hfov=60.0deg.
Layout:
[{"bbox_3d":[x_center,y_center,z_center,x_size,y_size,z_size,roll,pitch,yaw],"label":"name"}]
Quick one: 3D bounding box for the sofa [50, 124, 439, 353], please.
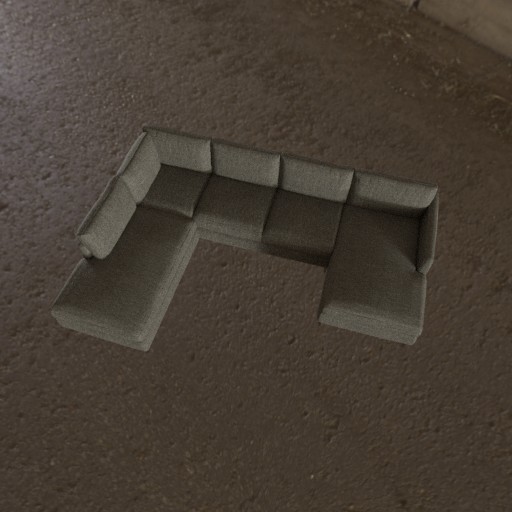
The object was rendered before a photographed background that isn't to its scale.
[{"bbox_3d":[0.000,0.000,3.610,2.737,0.756,1.879,14,58,9],"label":"sofa"}]
